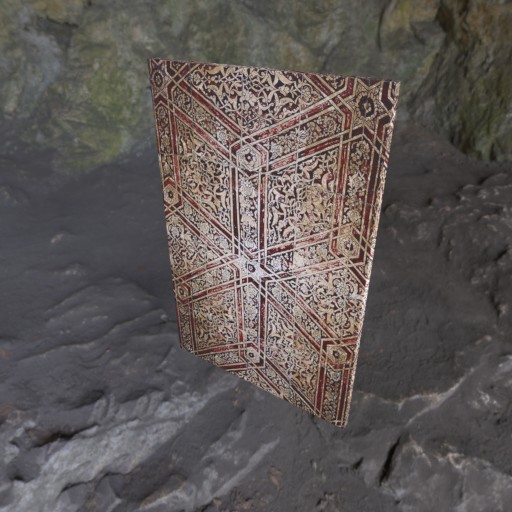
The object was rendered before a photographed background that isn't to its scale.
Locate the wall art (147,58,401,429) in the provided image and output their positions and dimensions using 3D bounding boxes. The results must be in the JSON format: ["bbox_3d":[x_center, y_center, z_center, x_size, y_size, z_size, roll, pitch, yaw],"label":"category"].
[{"bbox_3d":[0.000,0.000,0.761,0.397,0.599,0.020,19,35,28],"label":"wall art"}]
